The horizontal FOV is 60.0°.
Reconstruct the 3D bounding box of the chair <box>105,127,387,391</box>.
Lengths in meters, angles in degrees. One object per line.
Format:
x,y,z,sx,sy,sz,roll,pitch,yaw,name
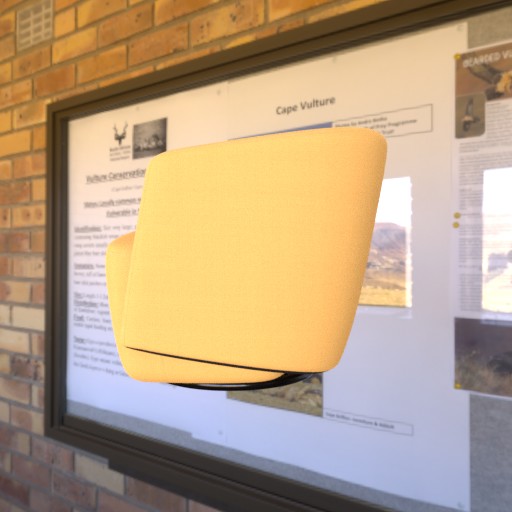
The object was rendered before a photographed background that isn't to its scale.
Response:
0.000,0.000,1.383,0.767,0.698,0.773,0,-1,0,chair
